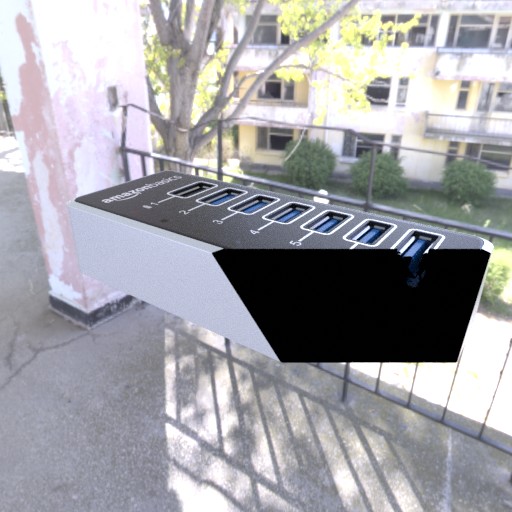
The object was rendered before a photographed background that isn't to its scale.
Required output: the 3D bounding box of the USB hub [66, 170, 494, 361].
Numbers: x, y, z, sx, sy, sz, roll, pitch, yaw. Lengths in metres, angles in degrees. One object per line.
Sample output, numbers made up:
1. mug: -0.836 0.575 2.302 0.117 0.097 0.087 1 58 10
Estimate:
1. USB hub: 0.000 0.000 0.123 0.110 0.023 0.044 17 31 31
